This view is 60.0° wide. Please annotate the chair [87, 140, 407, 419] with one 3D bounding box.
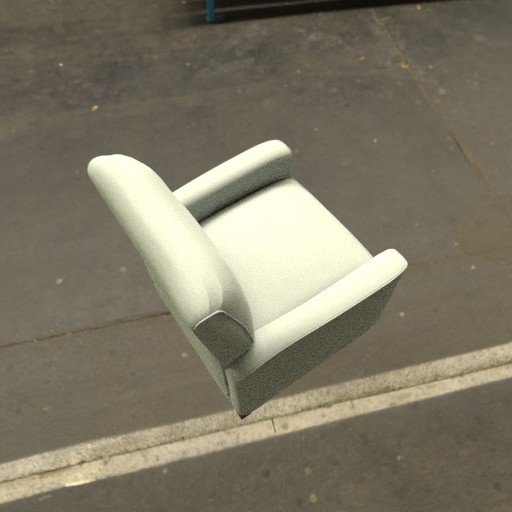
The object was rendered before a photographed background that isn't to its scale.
[{"bbox_3d":[0.000,0.000,1.741,0.846,1.007,0.853,-30,61,-18],"label":"chair"}]
